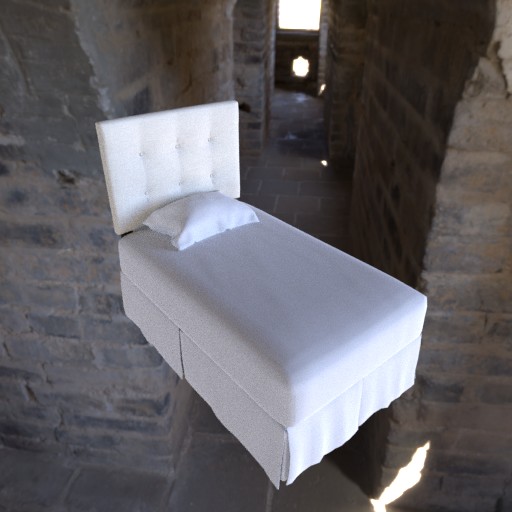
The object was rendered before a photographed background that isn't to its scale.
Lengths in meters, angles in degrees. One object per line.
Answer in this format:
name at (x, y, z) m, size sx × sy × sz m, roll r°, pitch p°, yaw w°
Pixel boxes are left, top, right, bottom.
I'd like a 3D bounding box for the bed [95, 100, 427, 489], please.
bed at (0.000, 0.000, 2.949) m, size 1.261 × 1.571 × 1.997 m, roll -23°, pitch 37°, yaw -33°
